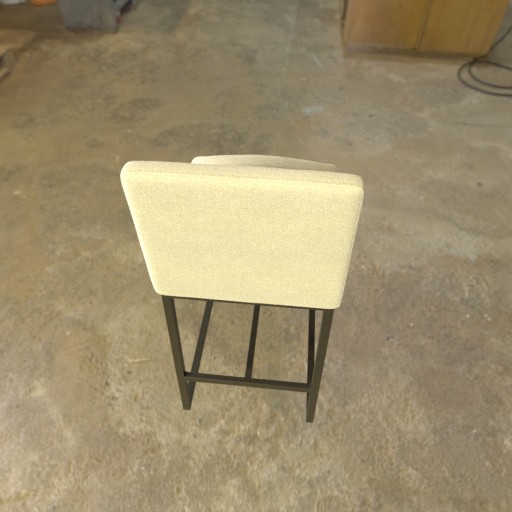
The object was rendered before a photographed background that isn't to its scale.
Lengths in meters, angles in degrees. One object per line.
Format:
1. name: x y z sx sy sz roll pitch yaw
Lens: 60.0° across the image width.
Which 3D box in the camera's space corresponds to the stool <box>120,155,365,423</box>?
1. stool: 0.000 0.000 1.305 0.459 0.971 0.567 4 47 4
